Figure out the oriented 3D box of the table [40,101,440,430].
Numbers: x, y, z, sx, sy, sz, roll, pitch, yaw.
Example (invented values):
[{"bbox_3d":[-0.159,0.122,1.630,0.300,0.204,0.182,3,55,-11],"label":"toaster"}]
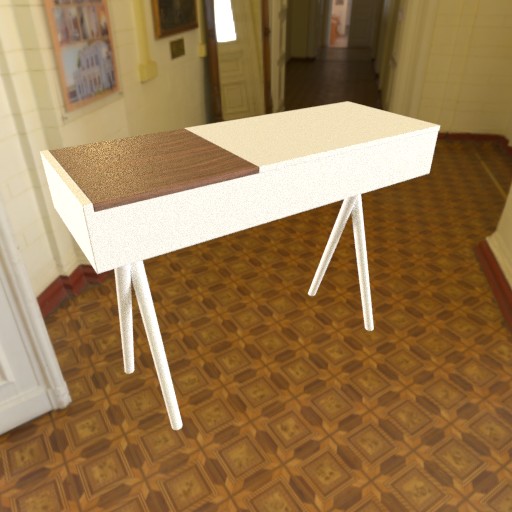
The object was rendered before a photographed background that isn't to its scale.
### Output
[{"bbox_3d":[0.000,0.000,1.446,1.066,0.785,0.418,-19,36,-28],"label":"table"}]
